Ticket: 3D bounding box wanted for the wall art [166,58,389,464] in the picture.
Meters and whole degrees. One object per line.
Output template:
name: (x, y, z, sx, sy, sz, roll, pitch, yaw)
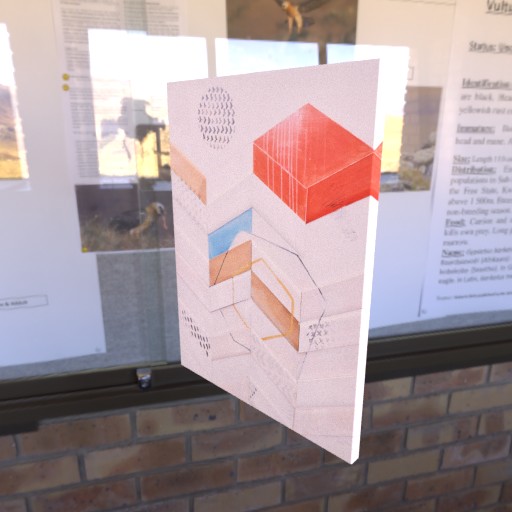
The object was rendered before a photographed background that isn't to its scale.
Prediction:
wall art: (0.000, 0.000, 1.323, 0.759, 1.014, 0.045, 15, 22, 42)
